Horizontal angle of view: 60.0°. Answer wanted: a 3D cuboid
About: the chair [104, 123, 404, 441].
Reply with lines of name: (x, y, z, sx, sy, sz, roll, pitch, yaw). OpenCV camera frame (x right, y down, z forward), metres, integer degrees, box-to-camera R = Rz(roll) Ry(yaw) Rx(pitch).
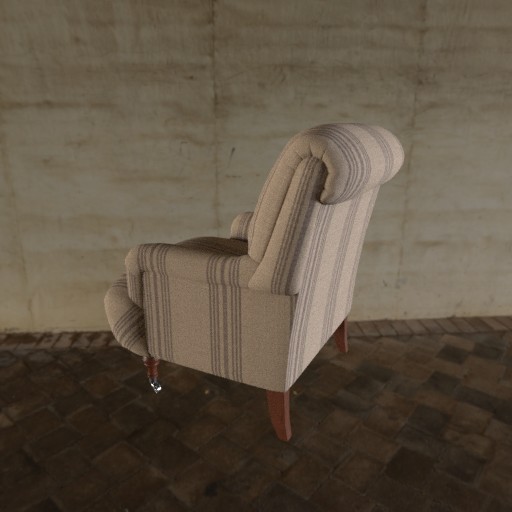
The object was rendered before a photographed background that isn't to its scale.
chair: (0.000, 0.000, 1.641, 0.914, 0.940, 0.813, 8, 18, 26)
